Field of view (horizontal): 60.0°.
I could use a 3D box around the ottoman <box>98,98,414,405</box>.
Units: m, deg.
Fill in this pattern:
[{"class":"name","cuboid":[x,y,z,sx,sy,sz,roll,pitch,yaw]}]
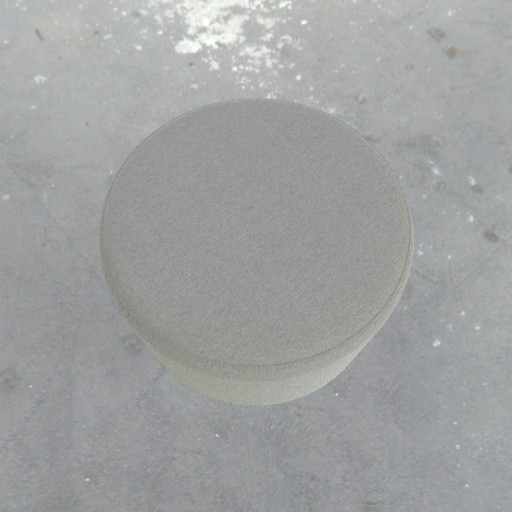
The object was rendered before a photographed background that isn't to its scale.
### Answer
[{"class":"ottoman","cuboid":[0.000,0.000,1.001,0.608,0.433,0.608,0,64,0]}]
